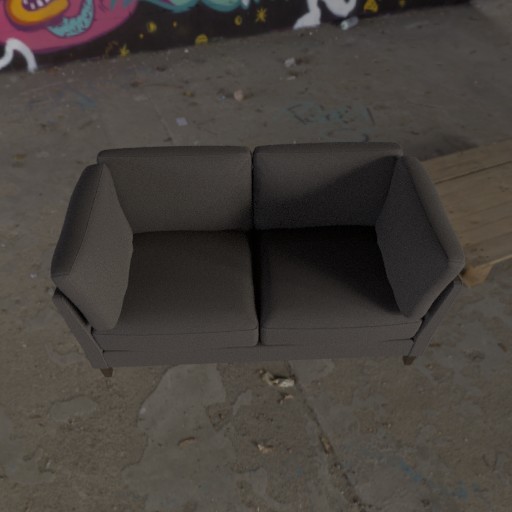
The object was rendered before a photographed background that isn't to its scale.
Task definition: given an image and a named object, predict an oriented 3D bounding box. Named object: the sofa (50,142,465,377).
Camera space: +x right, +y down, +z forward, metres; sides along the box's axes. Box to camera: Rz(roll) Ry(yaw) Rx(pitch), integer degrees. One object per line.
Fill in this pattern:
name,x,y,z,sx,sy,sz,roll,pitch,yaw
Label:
sofa,0.000,0.000,2.343,1.751,0.920,0.969,-2,46,-2
